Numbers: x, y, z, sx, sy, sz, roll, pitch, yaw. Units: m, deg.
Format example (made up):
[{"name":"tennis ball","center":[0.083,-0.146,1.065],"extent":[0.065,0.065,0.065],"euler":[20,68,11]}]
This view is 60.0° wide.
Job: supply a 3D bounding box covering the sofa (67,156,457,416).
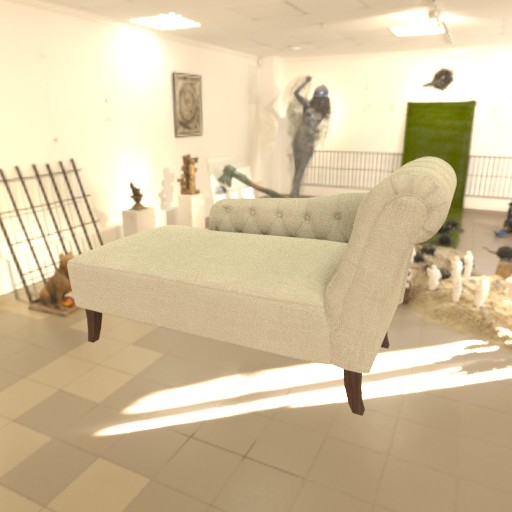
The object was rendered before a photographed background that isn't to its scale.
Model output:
[{"name":"sofa","center":[0.000,0.000,1.771],"extent":[1.379,0.787,0.675],"euler":[8,19,24]}]
